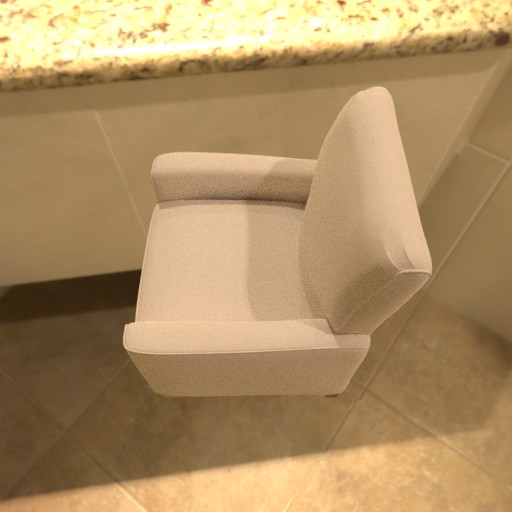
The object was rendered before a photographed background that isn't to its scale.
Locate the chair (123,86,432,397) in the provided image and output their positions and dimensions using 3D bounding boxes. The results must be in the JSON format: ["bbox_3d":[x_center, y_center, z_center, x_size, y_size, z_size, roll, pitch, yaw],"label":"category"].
[{"bbox_3d":[0.000,0.000,1.615,0.858,1.028,0.841,0,58,0],"label":"chair"}]
